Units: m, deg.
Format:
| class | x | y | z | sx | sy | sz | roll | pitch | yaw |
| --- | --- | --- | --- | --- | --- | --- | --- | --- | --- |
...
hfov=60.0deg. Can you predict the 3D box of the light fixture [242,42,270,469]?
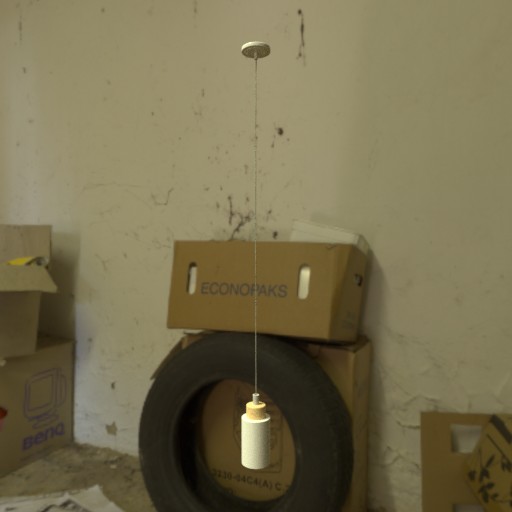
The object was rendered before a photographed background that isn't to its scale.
| class | x | y | z | sx | sy | sz | roll | pitch | yaw |
| --- | --- | --- | --- | --- | --- | --- | --- | --- | --- |
| light fixture | 0.000 | 0.000 | 1.927 | 0.125 | 1.798 | 0.125 | 0 | 0 | 2 |
